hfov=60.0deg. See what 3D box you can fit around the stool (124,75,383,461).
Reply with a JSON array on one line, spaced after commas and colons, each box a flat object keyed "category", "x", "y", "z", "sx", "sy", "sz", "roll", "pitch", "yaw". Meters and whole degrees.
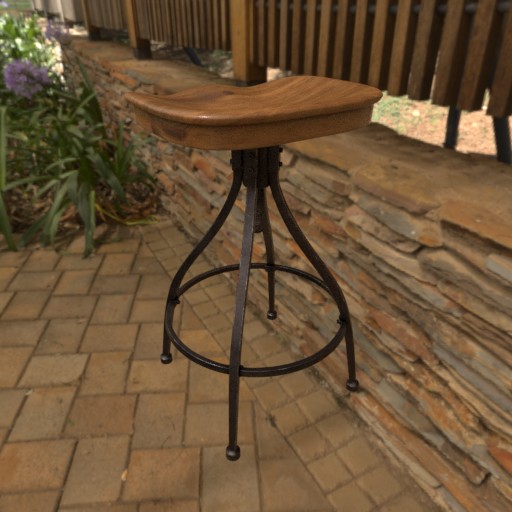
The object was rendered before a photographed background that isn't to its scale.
[{"category": "stool", "x": 0.000, "y": 0.000, "z": 0.972, "sx": 0.432, "sy": 0.694, "sz": 0.424, "roll": -18, "pitch": 34, "yaw": -29}]
